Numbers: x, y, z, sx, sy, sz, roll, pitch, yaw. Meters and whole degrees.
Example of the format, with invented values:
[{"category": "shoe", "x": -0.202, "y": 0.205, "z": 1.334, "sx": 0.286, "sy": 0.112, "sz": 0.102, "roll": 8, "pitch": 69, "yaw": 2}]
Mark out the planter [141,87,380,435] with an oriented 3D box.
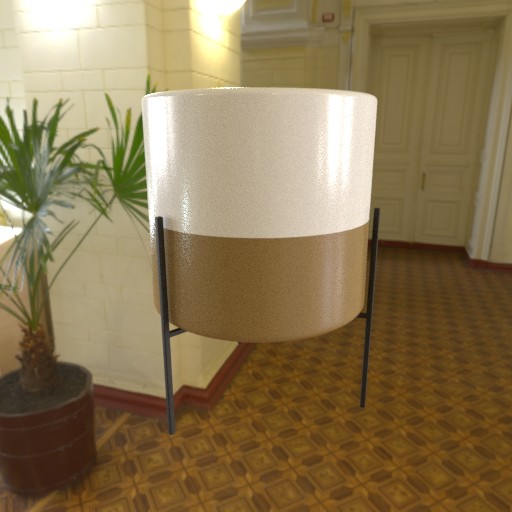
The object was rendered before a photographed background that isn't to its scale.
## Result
[{"category": "planter", "x": 0.000, "y": 0.000, "z": 0.641, "sx": 0.310, "sy": 0.432, "sz": 0.310, "roll": -8, "pitch": 18, "yaw": -26}]
